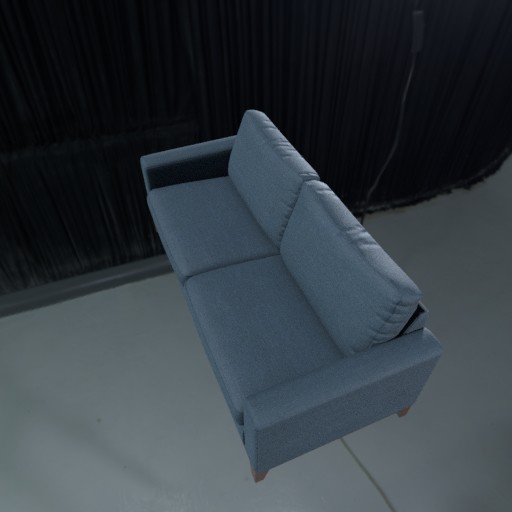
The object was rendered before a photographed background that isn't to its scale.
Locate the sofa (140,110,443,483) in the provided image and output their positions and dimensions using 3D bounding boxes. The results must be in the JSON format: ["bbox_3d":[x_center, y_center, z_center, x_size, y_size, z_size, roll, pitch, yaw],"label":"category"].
[{"bbox_3d":[0.000,0.000,2.418,0.877,0.865,1.900,-17,48,-16],"label":"sofa"}]
